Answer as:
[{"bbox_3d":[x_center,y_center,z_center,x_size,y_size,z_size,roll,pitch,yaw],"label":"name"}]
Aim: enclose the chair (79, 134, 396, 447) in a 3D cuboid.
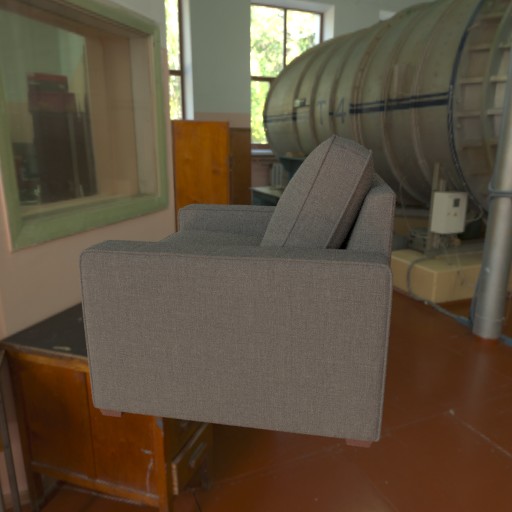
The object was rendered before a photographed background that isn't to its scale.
[{"bbox_3d":[0.000,0.000,1.742,0.940,0.919,1.017,3,15,10],"label":"chair"}]
